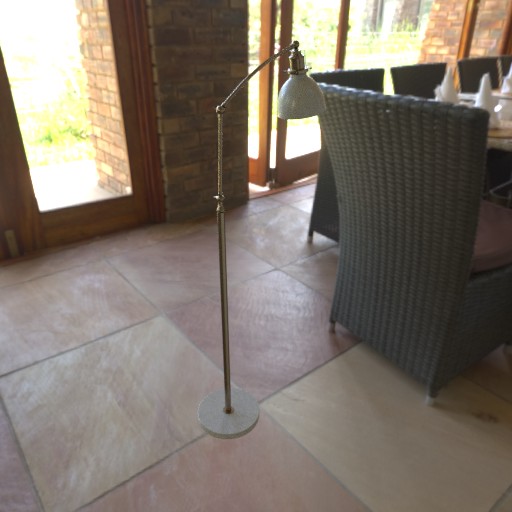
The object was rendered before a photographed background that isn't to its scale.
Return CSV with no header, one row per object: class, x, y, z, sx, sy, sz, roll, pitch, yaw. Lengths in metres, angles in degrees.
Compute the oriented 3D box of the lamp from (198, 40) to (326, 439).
lamp,0.000,0.000,1.814,0.599,1.586,0.288,-18,32,-31
